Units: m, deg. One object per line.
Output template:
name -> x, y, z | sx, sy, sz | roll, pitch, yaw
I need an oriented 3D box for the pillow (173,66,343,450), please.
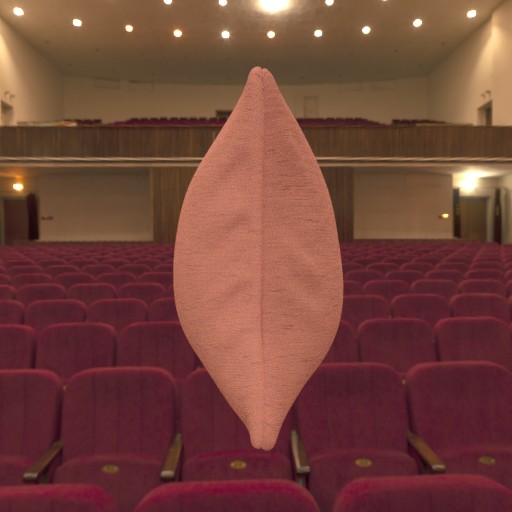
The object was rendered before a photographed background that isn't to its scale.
pillow -> 0.000, 0.000, 0.681 | 0.246, 0.415, 0.432 | 0, 1, -2
